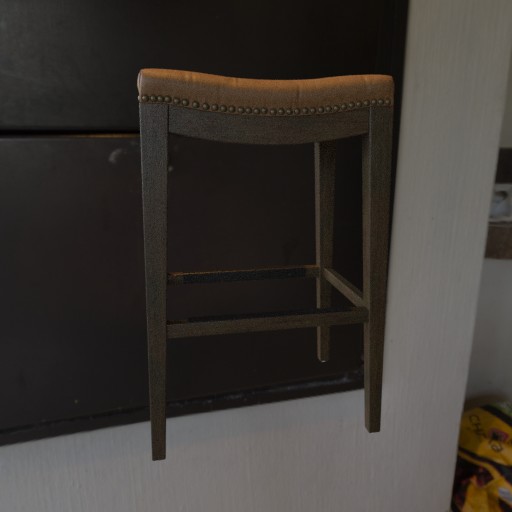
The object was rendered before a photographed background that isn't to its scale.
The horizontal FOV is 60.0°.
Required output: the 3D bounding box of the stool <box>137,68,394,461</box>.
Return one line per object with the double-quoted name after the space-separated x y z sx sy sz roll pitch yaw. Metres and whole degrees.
0.000 0.000 1.024 0.500 0.759 0.361 -3 15 -10 "stool"
